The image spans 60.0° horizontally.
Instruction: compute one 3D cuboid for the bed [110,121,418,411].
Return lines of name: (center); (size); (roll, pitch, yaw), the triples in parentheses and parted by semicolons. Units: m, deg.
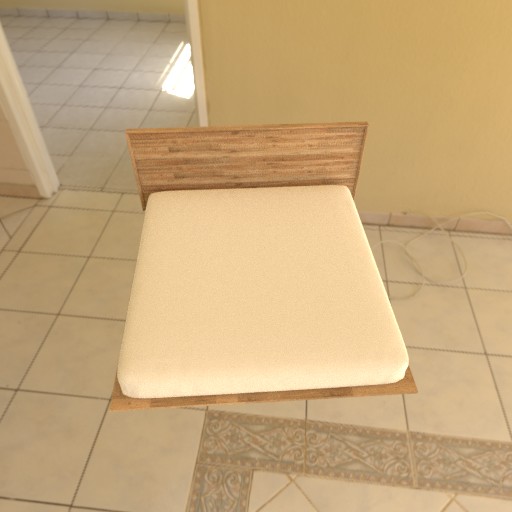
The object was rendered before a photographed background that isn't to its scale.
bed: (0.000, 0.000, 3.505); (2.116, 1.100, 2.167); (-3, 45, -3)
